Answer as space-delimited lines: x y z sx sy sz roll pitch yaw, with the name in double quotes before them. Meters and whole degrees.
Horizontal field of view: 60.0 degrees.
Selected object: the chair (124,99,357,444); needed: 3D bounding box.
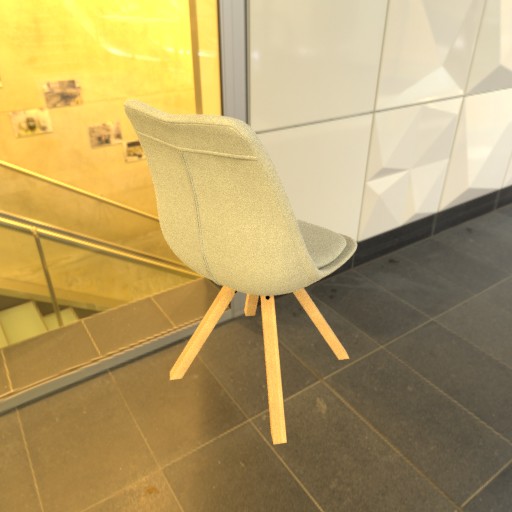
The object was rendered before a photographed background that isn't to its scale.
"chair" 0.000 0.000 1.196 0.474 0.863 0.549 21 36 31
